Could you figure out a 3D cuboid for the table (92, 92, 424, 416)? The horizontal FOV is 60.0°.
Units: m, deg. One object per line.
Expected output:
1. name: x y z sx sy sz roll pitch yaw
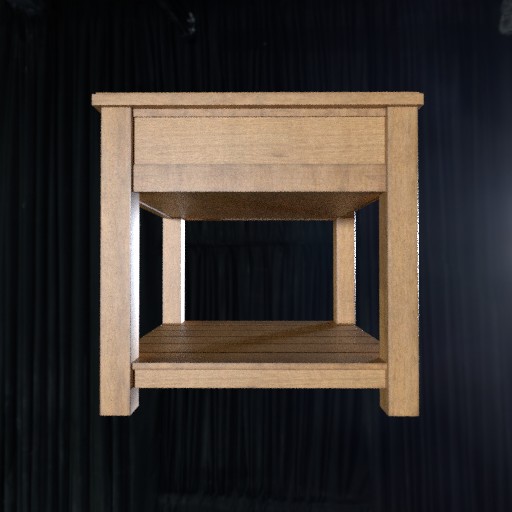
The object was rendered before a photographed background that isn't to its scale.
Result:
1. table: 0.000 0.000 1.111 0.612 0.593 0.616 0 -1 0
